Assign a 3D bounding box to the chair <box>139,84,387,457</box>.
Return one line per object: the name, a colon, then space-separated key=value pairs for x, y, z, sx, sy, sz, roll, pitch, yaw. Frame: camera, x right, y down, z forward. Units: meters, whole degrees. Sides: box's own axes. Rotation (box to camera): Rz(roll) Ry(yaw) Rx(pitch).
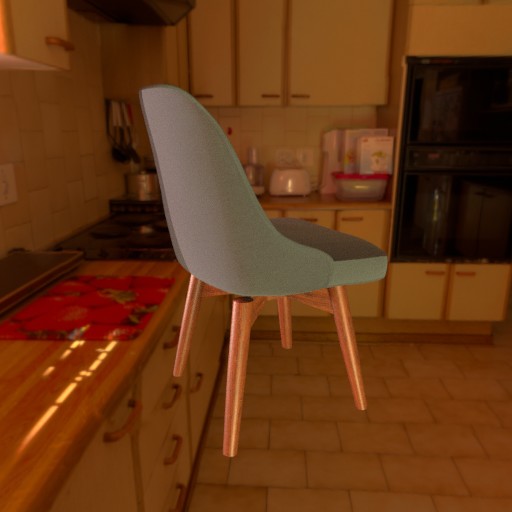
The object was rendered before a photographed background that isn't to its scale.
chair: x=0.000 y=0.000 z=1.264 sx=0.589 sy=0.882 sz=0.503 roll=-8 pitch=18 yaw=-26
